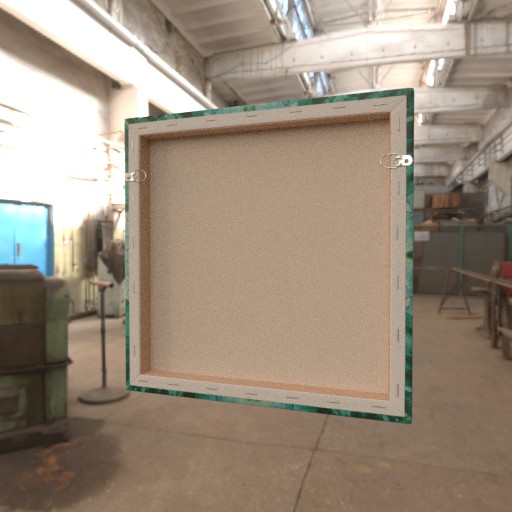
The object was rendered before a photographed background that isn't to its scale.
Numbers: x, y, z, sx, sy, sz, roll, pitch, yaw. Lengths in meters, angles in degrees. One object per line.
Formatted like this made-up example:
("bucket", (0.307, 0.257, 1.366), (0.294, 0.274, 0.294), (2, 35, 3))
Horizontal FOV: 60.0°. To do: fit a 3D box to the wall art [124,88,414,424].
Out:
("wall art", (0.000, 0.000, 0.759), (0.507, 0.508, 0.038), (0, 1, 19))
